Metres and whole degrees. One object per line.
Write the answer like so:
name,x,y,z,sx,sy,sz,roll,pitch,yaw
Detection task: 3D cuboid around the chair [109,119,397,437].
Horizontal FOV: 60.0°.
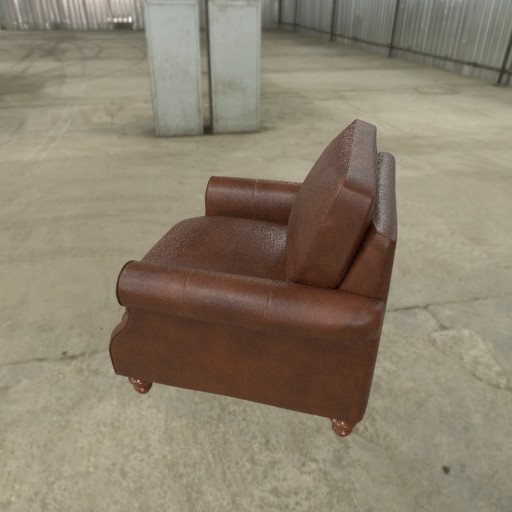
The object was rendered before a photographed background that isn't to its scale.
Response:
chair,0.000,0.000,1.769,0.992,0.972,0.989,8,31,13
